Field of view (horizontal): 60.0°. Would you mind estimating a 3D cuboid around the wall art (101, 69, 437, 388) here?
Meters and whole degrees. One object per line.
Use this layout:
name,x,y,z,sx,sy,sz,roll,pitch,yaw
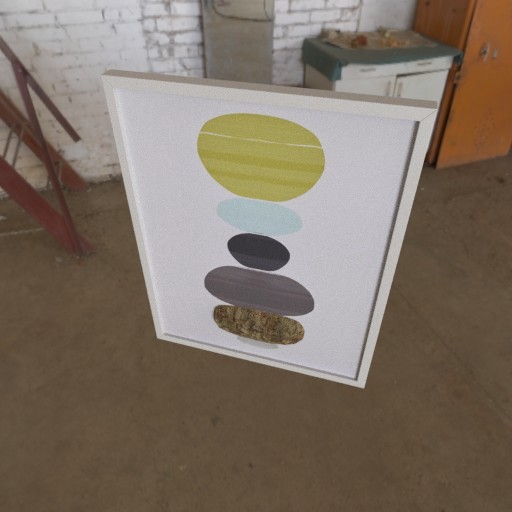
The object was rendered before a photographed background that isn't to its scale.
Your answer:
wall art,0.000,0.000,1.025,0.611,0.763,0.055,11,40,13
